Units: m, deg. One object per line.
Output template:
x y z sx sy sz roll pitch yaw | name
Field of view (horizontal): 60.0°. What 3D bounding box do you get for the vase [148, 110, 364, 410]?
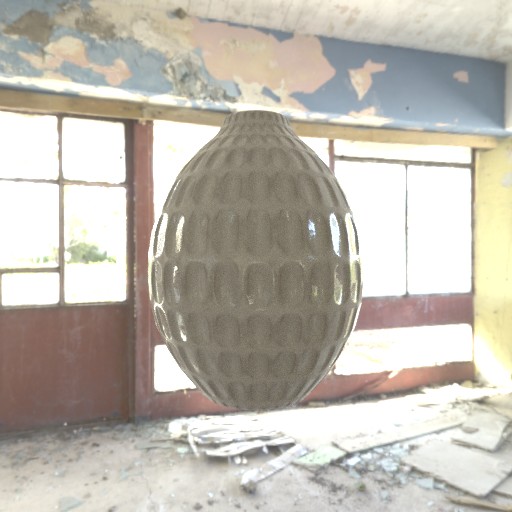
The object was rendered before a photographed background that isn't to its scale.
0.000 0.000 0.270 0.128 0.167 0.128 0 1 0 | vase
